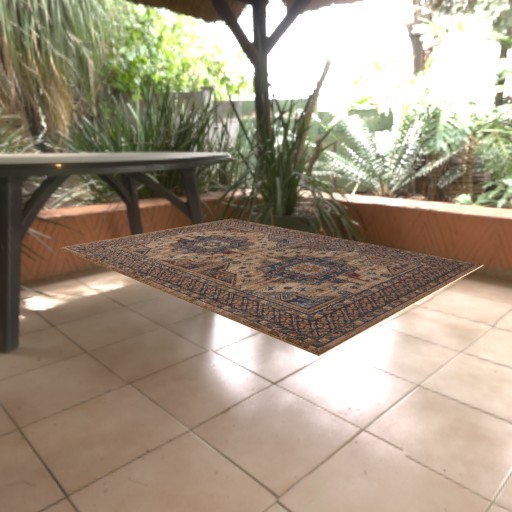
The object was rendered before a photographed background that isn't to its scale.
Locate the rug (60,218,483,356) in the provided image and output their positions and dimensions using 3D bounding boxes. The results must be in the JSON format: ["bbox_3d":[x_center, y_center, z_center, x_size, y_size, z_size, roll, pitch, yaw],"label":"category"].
[{"bbox_3d":[0.000,0.000,2.851,2.227,0.008,1.611,14,21,43],"label":"rug"}]
